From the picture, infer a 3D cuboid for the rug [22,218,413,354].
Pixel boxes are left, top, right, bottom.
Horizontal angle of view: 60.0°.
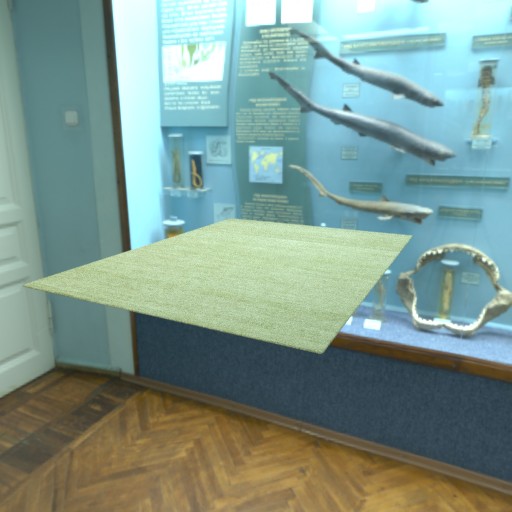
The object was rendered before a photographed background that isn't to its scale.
[{"bbox_3d":[0.000,0.000,4.264,2.425,0.016,3.198,8,17,26],"label":"rug"}]
